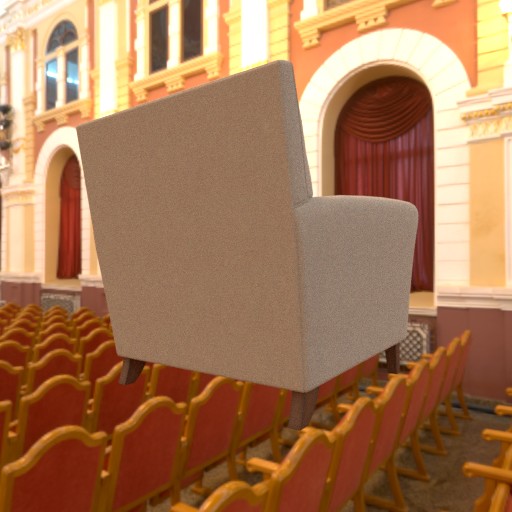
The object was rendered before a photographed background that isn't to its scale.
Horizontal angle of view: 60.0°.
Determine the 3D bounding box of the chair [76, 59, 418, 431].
[{"bbox_3d":[0.000,0.000,1.503,0.840,0.846,0.871,-1,-1,36],"label":"chair"}]
